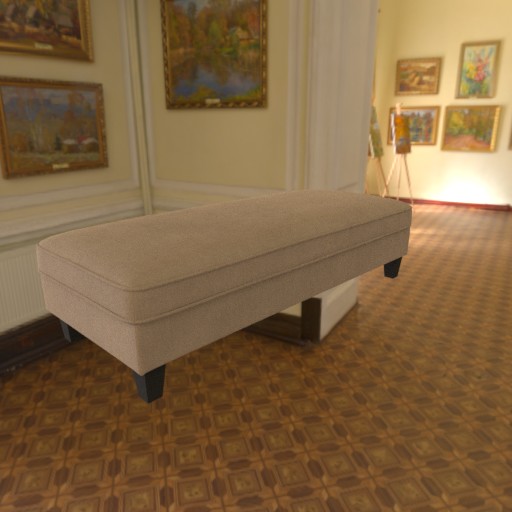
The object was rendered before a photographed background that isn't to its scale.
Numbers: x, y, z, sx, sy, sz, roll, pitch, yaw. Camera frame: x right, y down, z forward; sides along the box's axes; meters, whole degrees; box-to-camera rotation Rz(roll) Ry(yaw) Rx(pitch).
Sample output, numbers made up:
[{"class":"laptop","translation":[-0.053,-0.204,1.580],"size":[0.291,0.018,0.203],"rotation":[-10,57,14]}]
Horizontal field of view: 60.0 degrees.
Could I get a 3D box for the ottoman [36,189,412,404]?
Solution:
[{"class":"ottoman","translation":[0.000,0.000,2.060],"size":[0.735,0.460,1.726],"rotation":[16,23,42]}]
